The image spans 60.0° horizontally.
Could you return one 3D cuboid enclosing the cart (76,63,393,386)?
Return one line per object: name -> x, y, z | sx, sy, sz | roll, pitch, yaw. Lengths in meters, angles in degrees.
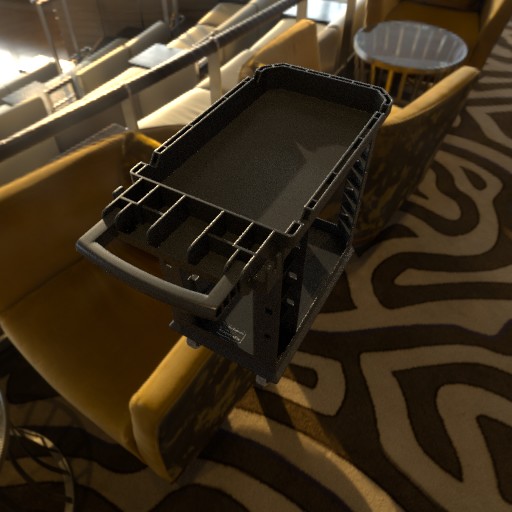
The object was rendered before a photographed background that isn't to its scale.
cart -> 0.000, 0.000, 1.578 | 0.497, 0.884, 1.061 | 23, 52, 20
